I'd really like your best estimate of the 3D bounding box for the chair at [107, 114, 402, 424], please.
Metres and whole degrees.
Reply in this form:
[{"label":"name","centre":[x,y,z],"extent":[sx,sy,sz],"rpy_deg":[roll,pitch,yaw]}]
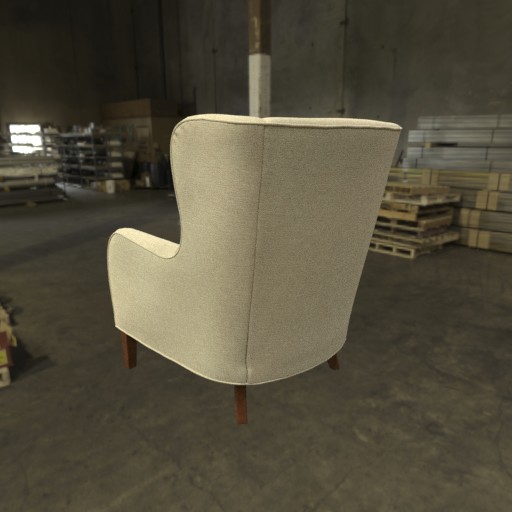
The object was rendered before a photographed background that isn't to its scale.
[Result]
[{"label":"chair","centre":[0.000,0.000,1.770],"extent":[0.838,1.040,0.966],"rpy_deg":[-14,20,-42]}]
